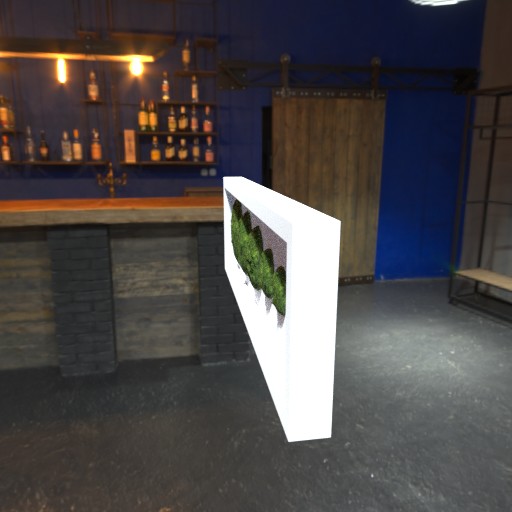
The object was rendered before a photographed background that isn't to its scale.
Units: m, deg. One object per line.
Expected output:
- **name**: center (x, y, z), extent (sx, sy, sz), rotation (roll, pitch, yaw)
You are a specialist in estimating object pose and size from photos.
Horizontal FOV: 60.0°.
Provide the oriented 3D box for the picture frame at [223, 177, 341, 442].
- **picture frame**: center (0.000, 0.000, 0.838), extent (0.050, 0.250, 0.759), rotation (-2, 14, -9)
